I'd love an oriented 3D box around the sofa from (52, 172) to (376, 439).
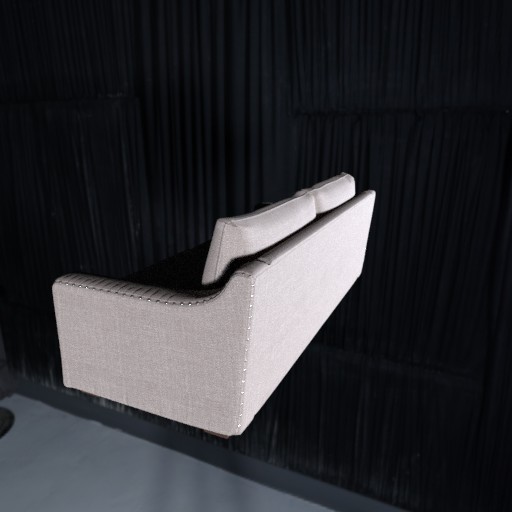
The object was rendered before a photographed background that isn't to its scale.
[{"bbox_3d":[0.000,0.000,2.697,1.000,0.857,2.208,7,18,24],"label":"sofa"}]
